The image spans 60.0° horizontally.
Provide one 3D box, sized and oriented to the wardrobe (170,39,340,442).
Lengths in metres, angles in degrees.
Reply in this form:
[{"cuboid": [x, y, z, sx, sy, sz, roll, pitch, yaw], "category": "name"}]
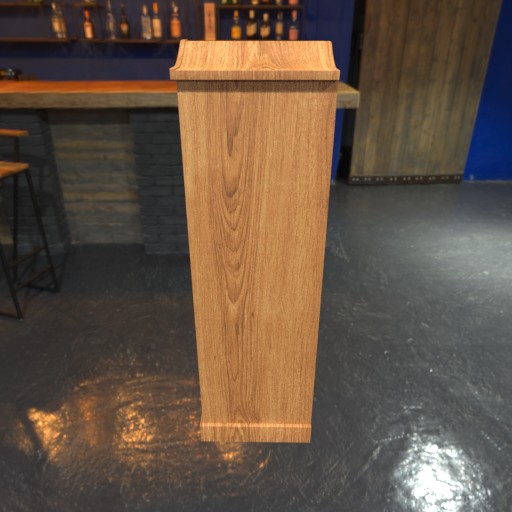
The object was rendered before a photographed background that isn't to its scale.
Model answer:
[{"cuboid": [0.000, 0.000, 2.133, 0.570, 1.870, 0.590, 0, 27, 1], "category": "wardrobe"}]
